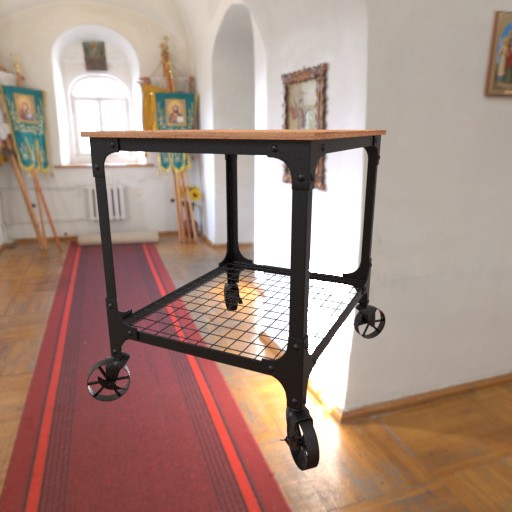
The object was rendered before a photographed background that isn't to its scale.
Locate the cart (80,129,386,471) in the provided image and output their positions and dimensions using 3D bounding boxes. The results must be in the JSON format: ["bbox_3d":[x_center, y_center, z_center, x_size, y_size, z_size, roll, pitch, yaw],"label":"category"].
[{"bbox_3d":[0.000,0.000,1.106,0.558,0.603,0.666,8,18,25],"label":"cart"}]
